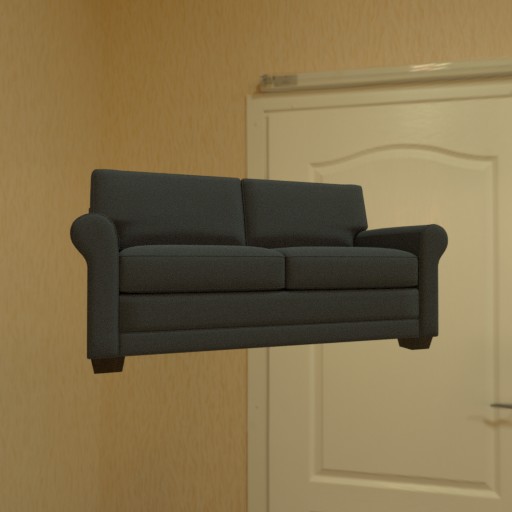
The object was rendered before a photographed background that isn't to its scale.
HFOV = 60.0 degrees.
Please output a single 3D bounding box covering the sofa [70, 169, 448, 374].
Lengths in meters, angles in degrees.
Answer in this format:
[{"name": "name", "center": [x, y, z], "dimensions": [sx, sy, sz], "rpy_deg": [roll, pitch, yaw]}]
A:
[{"name": "sofa", "center": [0.000, 0.000, 2.552], "dimensions": [1.930, 1.020, 0.940], "rpy_deg": [0, -1, -18]}]
